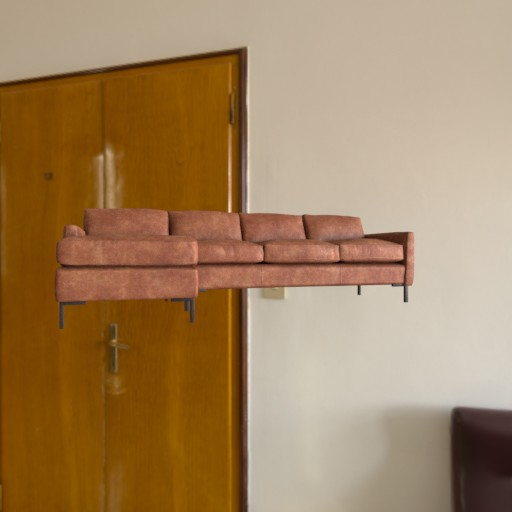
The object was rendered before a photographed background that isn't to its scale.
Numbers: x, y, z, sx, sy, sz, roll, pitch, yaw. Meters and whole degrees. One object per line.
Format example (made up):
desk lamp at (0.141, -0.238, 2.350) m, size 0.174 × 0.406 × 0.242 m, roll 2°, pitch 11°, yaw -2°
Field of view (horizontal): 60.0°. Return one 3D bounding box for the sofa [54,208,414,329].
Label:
sofa at (0.000, 0.000, 3.740) m, size 2.993 × 0.859 × 1.471 m, roll 0°, pitch 0°, yaw -18°
